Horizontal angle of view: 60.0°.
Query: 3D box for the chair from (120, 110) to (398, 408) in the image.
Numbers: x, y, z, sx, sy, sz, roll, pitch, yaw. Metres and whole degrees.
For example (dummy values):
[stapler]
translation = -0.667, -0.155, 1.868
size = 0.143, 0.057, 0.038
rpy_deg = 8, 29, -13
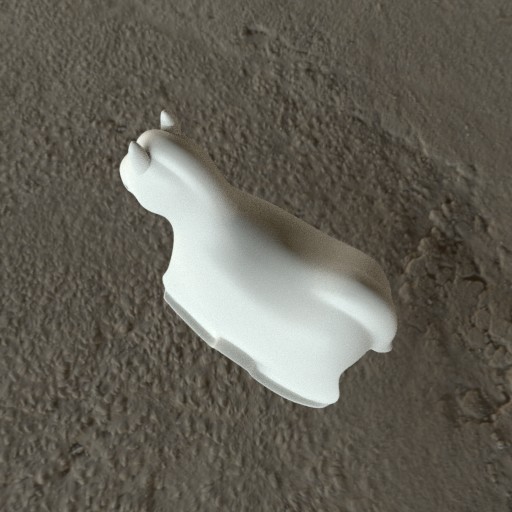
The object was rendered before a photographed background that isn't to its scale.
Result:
[chair]
translation = 0.000, 0.000, 1.126
size = 0.800, 0.612, 0.429
rpy_deg = 31, 68, 14
